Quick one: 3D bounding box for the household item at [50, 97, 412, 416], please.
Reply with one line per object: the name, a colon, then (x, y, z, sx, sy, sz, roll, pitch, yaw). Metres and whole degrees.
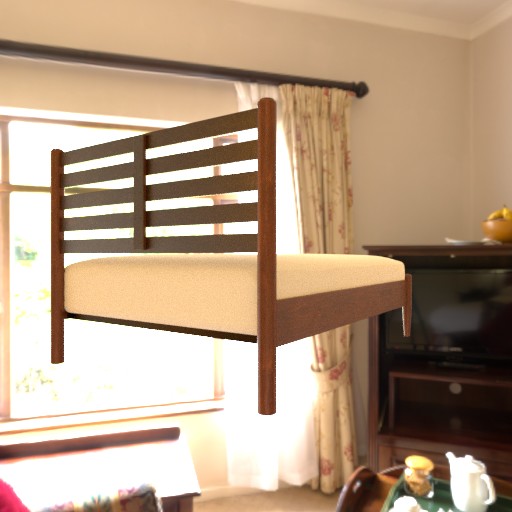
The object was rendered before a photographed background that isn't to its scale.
household item: (0.000, 0.000, 3.252, 1.663, 1.356, 2.232, 0, 0, 34)
